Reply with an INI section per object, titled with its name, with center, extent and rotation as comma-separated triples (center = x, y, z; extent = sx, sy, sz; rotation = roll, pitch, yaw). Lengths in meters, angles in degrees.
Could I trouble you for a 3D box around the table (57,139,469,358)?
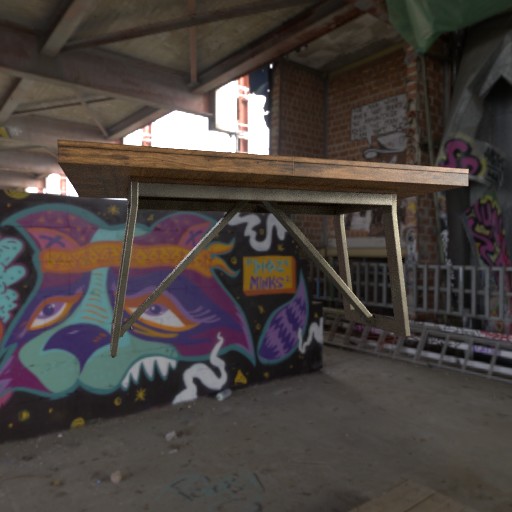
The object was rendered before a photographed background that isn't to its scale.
[table]
center = 0.000, 0.000, 2.121
extent = 1.641, 0.757, 0.931
rotation = 0, 0, -18
